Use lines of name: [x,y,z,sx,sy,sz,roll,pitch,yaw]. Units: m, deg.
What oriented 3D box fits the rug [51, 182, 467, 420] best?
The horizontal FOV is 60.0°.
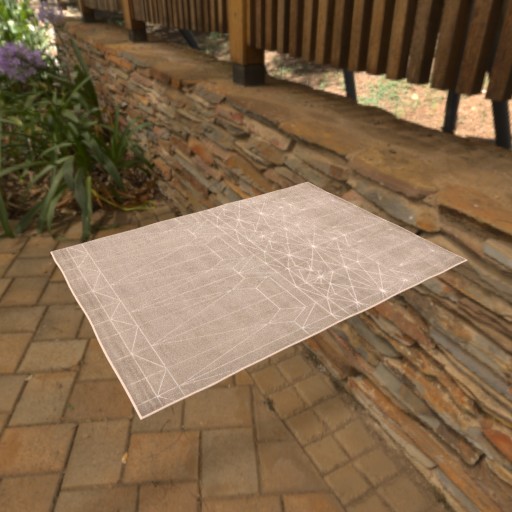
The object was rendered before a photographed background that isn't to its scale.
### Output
rug: [0.000,0.000,4.396,3.357,0.019,2.449,-19,36,-29]
